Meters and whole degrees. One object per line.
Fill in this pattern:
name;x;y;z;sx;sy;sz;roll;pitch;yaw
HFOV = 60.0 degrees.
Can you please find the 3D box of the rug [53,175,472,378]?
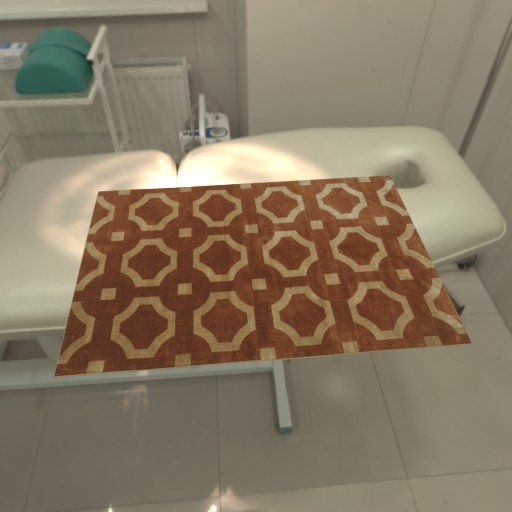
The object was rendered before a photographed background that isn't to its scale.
rug;0.000;0.000;2.930;2.286;0.016;1.555;-4;47;-3
